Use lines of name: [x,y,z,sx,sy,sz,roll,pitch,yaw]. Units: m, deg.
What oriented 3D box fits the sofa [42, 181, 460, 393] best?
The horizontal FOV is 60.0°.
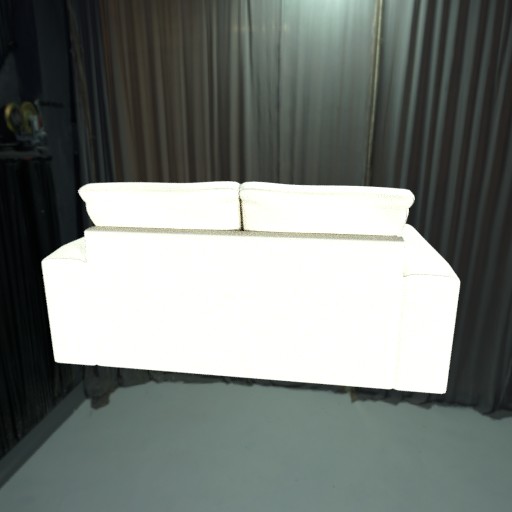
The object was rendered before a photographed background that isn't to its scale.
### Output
sofa: [0.000,0.000,2.363,1.754,0.875,1.091,2,16,8]
